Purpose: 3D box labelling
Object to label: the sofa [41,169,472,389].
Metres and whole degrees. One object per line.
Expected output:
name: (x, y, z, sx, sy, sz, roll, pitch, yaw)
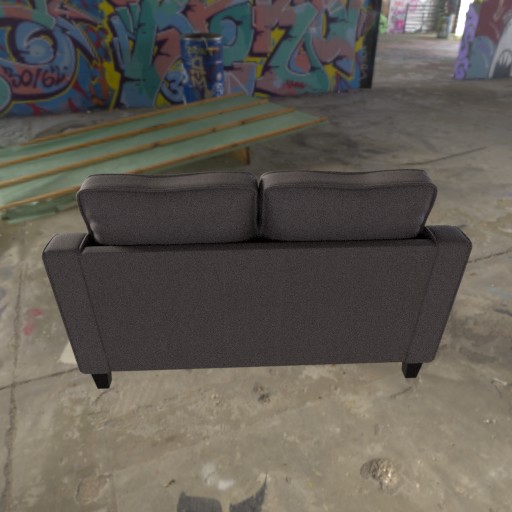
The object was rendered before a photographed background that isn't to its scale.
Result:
sofa: (0.000, 0.000, 1.995, 1.500, 0.948, 0.791, -1, 30, -2)
